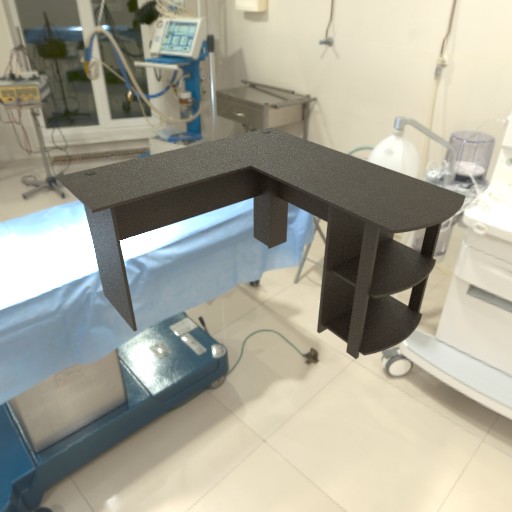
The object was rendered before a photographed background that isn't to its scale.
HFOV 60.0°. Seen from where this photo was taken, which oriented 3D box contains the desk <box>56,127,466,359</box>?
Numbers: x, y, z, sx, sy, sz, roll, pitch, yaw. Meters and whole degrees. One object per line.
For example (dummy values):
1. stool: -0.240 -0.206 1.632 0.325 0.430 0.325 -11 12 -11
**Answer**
1. desk: 0.000 0.000 2.148 1.303 0.716 1.361 -23 39 -32
